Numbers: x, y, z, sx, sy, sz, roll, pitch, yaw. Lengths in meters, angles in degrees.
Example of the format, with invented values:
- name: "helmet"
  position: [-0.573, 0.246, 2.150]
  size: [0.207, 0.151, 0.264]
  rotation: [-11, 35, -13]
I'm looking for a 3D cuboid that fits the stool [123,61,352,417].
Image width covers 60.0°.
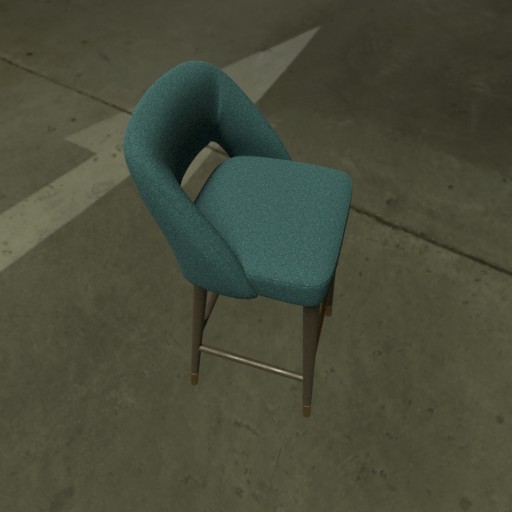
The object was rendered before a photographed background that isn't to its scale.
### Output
- name: "stool"
  position: [0.000, 0.000, 1.355]
  size: [0.522, 1.032, 0.536]
  rotation: [12, 49, 11]
